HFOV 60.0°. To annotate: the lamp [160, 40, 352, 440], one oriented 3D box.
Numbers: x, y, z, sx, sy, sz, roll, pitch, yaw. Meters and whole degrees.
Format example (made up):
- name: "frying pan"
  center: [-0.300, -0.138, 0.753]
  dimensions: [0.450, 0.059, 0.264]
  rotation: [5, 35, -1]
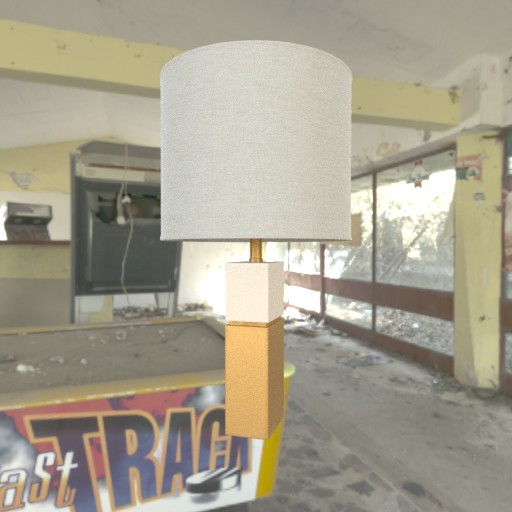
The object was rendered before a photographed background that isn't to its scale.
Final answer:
- name: "lamp"
  center: [0.000, 0.000, 0.542]
  dimensions: [0.229, 0.417, 0.229]
  rotation: [0, 1, 18]
